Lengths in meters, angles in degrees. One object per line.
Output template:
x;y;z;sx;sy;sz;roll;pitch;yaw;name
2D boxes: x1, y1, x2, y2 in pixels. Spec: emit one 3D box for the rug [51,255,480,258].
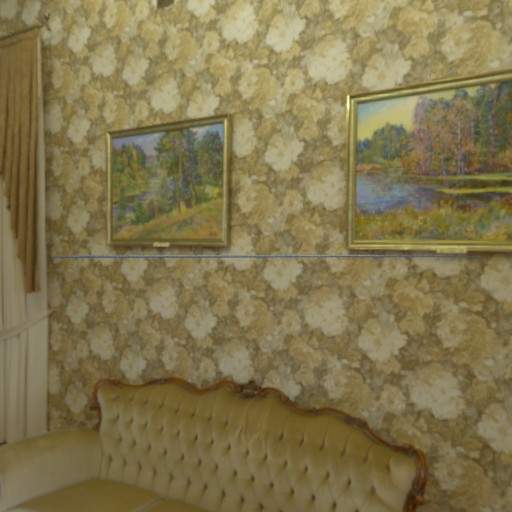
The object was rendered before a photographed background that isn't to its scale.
0.000;0.000;3.100;2.440;0.007;1.525;0;0;-18;rug
